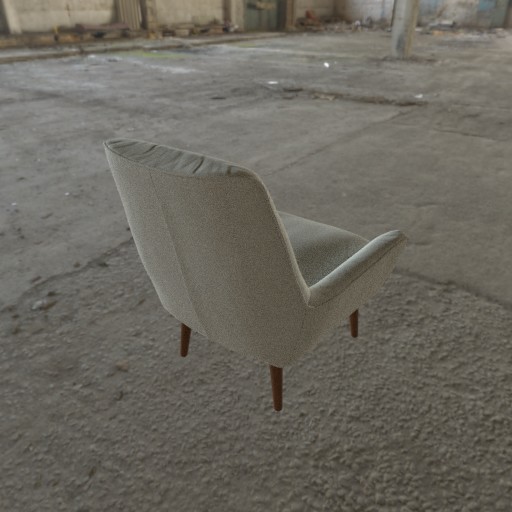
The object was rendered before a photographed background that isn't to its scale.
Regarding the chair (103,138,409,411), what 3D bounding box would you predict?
[{"bbox_3d":[0.000,0.000,1.515,0.787,0.888,0.822,20,35,31],"label":"chair"}]
